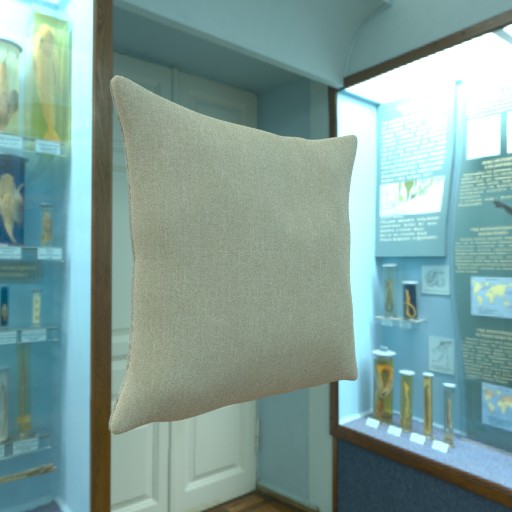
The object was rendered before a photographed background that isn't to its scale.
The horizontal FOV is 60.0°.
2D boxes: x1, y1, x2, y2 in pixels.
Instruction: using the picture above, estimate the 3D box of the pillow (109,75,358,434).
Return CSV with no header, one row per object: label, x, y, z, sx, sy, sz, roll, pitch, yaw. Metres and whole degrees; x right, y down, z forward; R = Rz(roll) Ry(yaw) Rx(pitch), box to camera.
pillow,0.000,0.000,0.660,0.436,0.432,0.138,1,-1,-36
